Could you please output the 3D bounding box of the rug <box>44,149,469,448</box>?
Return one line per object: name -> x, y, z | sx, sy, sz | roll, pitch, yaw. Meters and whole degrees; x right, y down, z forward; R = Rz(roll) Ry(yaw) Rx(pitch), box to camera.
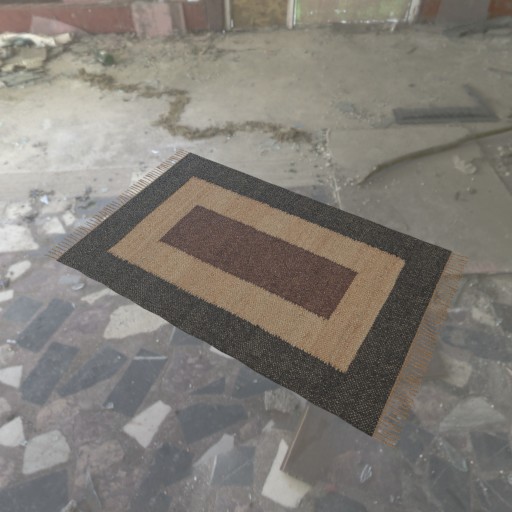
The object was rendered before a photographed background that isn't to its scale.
rug -> 0.000, 0.000, 1.853 | 1.541, 0.013, 0.920 | 24, 52, 21
